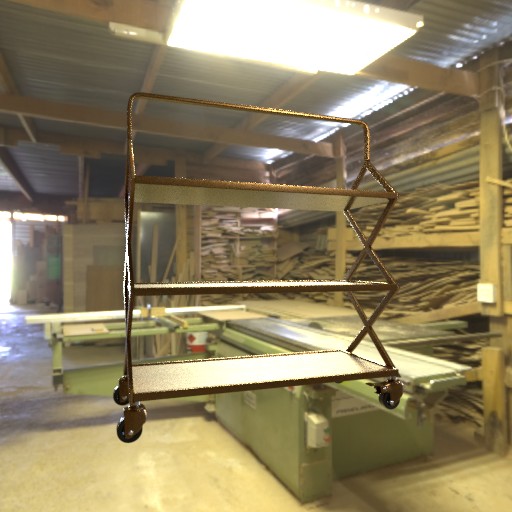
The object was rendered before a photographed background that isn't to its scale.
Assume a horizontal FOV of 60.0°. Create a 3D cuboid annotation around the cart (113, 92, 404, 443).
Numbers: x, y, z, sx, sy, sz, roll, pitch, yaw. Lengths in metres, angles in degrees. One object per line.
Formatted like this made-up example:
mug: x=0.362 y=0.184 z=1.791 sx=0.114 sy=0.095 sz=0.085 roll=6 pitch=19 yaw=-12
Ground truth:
cart: x=0.000 y=0.000 z=1.196 sx=0.723 sy=0.805 sz=0.313 roll=0 pitch=-1 yaw=-19
